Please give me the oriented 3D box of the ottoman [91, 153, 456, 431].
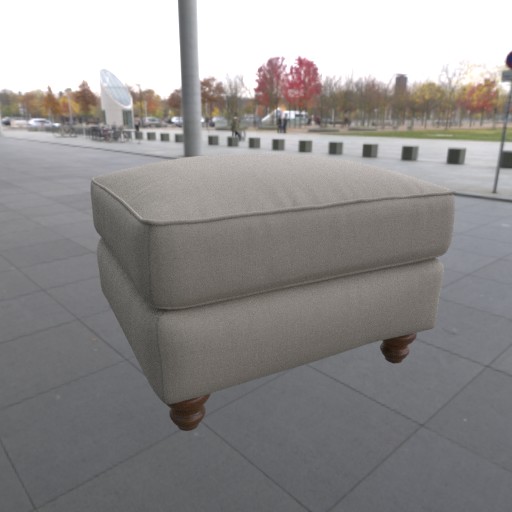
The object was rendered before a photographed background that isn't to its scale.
[{"bbox_3d":[0.000,0.000,1.139,0.716,0.505,0.662,-9,19,-26],"label":"ottoman"}]
